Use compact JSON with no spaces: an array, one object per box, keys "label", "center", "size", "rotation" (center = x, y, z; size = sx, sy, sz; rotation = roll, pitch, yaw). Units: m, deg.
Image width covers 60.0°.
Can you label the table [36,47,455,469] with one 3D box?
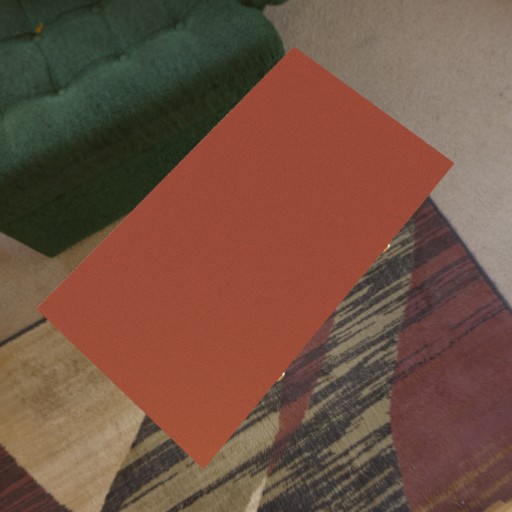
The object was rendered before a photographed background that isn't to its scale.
[{"label":"table","center":[0.000,0.000,1.458],"size":[0.612,0.493,1.068],"rotation":[40,79,9]}]
